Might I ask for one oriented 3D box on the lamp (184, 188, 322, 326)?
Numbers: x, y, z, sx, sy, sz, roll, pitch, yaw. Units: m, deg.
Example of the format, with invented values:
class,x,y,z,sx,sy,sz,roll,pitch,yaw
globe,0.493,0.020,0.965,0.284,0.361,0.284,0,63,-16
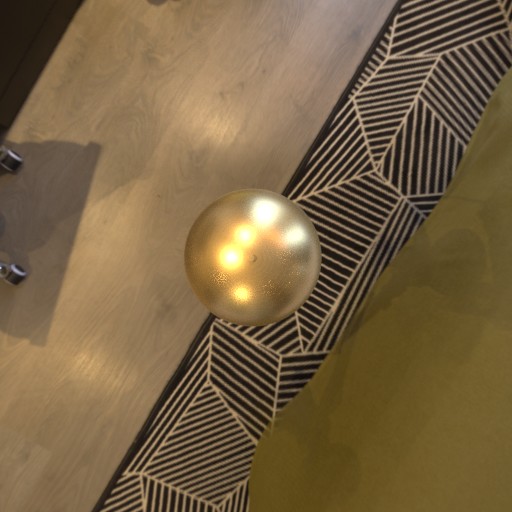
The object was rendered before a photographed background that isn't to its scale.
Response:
class,x,y,z,sx,sy,sz,roll,pitch,yaw
lamp,0.000,0.000,1.633,0.328,1.480,0.328,0,90,1
